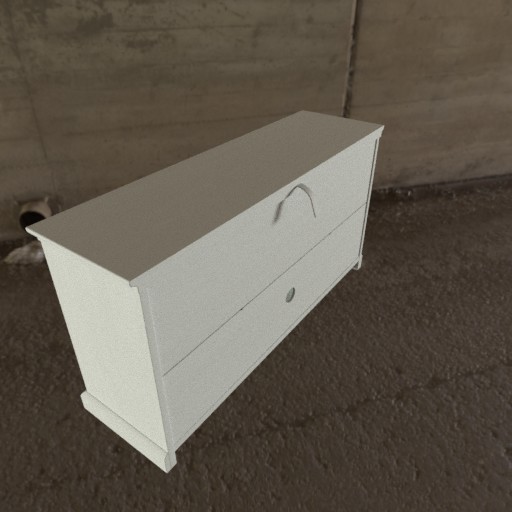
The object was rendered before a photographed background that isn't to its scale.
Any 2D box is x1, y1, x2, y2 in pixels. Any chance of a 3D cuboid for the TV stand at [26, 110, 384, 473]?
[{"bbox_3d":[0.000,0.000,1.453,0.424,0.624,1.187,22,39,30],"label":"TV stand"}]
